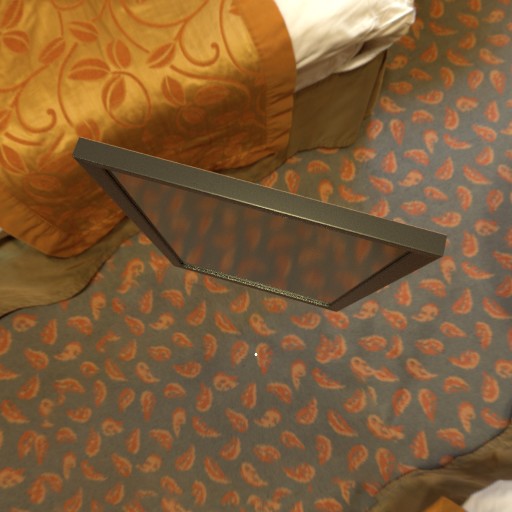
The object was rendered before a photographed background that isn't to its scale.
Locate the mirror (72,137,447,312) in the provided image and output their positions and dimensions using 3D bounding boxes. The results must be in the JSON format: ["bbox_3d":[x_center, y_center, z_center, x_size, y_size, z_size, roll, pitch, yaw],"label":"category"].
[{"bbox_3d":[0.000,0.000,1.149,0.609,0.915,0.040,16,78,3],"label":"mirror"}]
